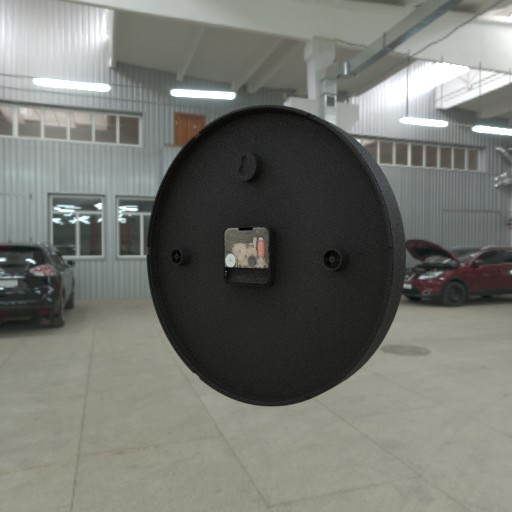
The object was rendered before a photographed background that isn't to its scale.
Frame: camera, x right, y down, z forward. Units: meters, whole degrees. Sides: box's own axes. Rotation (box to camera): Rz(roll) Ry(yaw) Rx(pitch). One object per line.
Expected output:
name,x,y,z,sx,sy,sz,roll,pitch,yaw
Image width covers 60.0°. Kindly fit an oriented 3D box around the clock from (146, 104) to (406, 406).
clock,0.000,0.000,0.450,0.293,0.293,0.040,1,1,36
